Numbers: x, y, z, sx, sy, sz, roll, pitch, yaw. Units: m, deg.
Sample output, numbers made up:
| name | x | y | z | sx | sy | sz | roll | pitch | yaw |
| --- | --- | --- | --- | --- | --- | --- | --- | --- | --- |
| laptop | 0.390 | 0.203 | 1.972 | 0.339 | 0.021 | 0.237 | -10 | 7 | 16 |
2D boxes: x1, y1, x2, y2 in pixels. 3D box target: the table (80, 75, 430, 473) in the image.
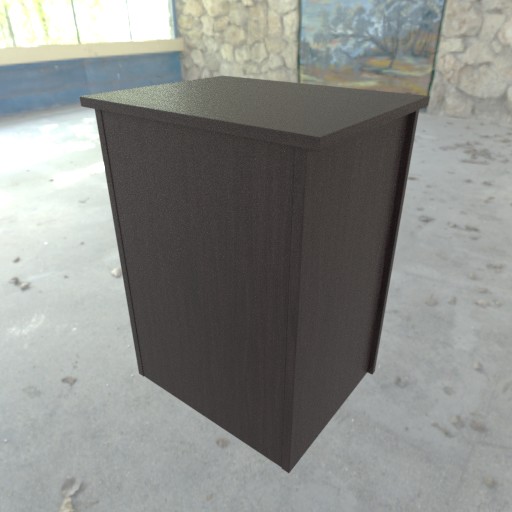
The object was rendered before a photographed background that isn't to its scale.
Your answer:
| name | x | y | z | sx | sy | sz | roll | pitch | yaw |
| --- | --- | --- | --- | --- | --- | --- | --- | --- | --- |
| table | 0.000 | 0.000 | 0.924 | 0.480 | 0.635 | 0.381 | 20 | 34 | 32 |
